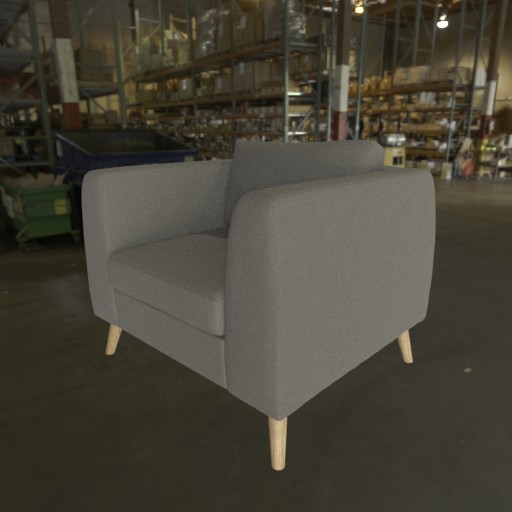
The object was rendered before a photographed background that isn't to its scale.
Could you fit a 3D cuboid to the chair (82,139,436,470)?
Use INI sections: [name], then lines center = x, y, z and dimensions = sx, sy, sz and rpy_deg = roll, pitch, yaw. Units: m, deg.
[chair]
center = 0.000, 0.000, 1.688
dimensions = 1.000, 0.860, 0.930
rpy_deg = 15, 22, 42
